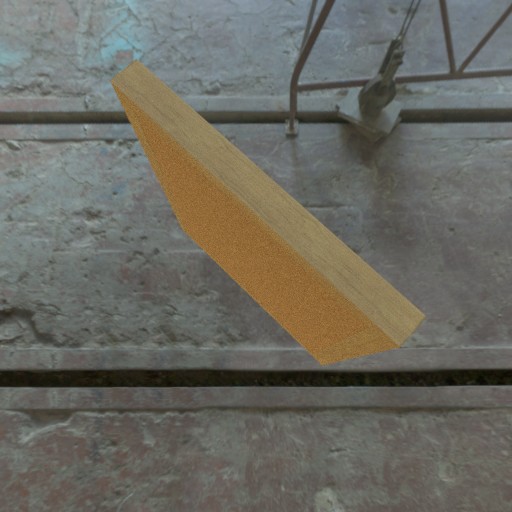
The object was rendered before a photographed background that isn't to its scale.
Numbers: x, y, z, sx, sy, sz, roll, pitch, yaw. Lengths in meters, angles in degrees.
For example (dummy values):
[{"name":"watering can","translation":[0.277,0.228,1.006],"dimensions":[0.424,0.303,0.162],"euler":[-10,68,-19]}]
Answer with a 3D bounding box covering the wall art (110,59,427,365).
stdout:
[{"name":"wall art","translation":[0.000,0.000,0.525],"dimensions":[0.312,0.380,0.030],"euler":[43,79,11]}]
